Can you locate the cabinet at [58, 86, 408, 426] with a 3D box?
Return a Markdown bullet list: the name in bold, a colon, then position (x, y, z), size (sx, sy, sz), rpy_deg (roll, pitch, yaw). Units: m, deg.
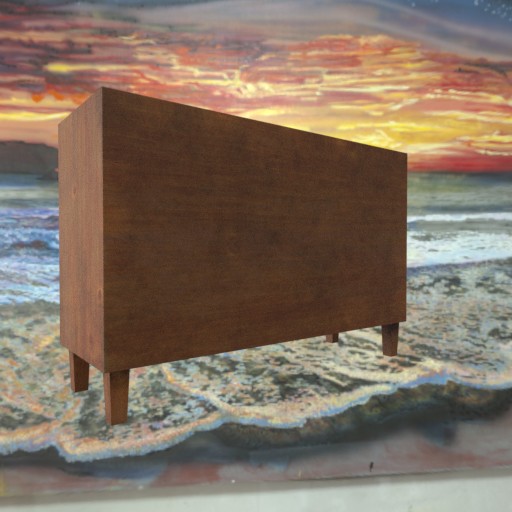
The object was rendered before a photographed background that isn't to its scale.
- **cabinet**: position (0.000, 0.000, 1.557), size (1.204, 0.805, 0.403), rpy_deg (-1, 1, -37)
